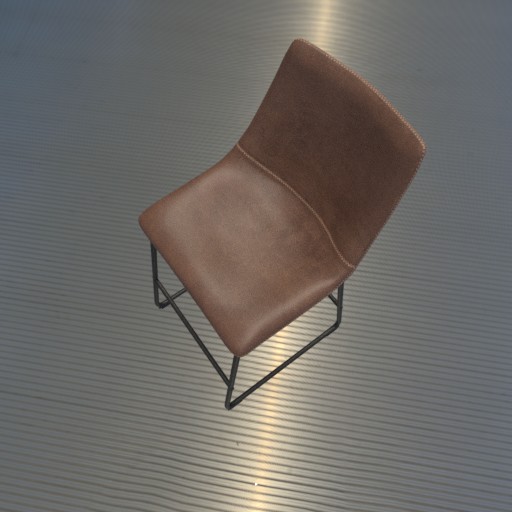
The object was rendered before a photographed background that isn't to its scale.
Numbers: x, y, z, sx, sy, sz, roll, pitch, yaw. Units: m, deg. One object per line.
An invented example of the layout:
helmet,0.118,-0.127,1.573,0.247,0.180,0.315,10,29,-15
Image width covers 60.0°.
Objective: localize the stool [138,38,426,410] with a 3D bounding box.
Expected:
stool,0.000,0.000,1.191,0.550,0.890,0.460,-33,68,-16
